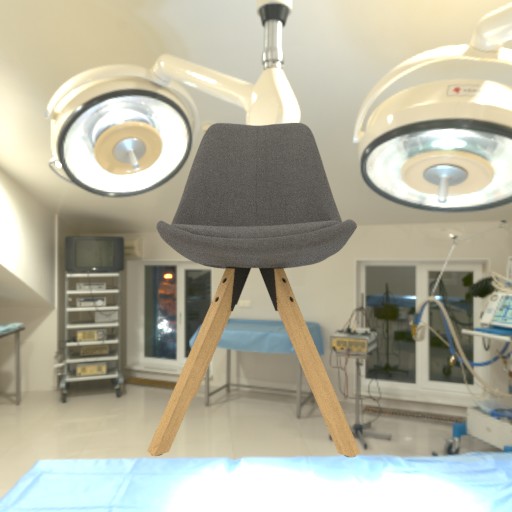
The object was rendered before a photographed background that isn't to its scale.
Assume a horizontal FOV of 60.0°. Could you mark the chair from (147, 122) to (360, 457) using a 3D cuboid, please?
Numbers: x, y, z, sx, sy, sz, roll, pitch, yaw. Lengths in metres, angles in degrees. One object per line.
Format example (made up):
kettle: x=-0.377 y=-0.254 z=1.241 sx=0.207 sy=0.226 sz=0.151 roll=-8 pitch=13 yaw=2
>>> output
chair: x=0.000 y=0.000 z=1.166 sx=0.485 sy=0.850 sz=0.550 roll=0 pitch=0 yaw=1
